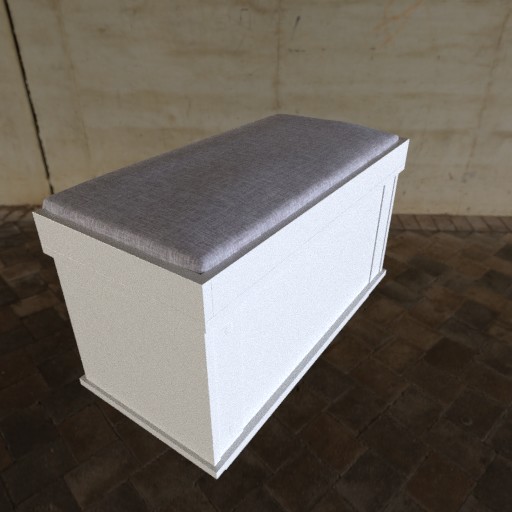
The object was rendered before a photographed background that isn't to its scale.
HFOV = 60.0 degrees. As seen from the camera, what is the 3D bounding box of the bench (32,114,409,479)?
[{"bbox_3d":[0.000,0.000,0.970,0.362,0.461,0.734,20,36,30],"label":"bench"}]
